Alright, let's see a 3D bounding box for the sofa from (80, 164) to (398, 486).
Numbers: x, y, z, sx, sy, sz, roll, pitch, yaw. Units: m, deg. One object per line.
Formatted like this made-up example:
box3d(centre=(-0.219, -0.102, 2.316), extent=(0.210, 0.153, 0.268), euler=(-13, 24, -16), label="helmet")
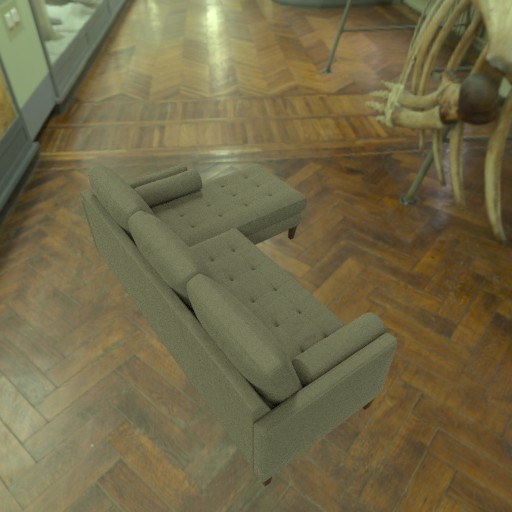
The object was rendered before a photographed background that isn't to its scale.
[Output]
box3d(centre=(0.000, 0.000, 2.887), extent=(1.506, 0.875, 2.178), euler=(-25, 47, -26), label="sofa")
